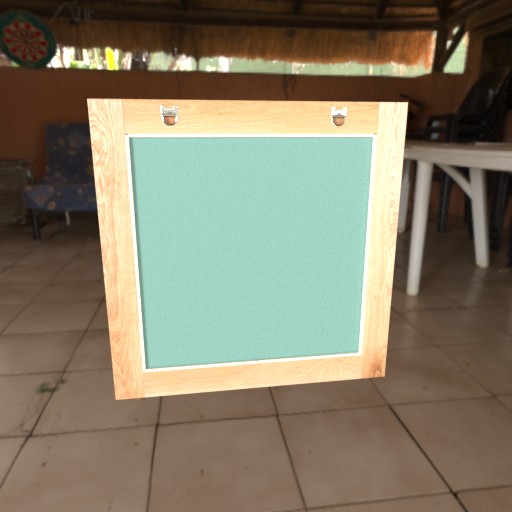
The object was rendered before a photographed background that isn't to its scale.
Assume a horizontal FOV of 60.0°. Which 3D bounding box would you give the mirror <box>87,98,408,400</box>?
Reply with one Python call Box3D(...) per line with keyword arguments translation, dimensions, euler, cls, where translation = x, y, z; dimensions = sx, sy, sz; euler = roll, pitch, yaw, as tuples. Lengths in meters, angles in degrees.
Box3D(translation=(0.000, 0.000, 1.208), dimensions=(0.800, 0.800, 0.020), euler=(-2, 15, -9), cls="mirror")
